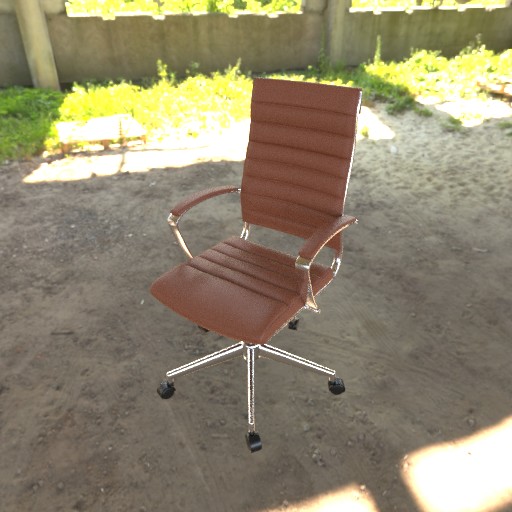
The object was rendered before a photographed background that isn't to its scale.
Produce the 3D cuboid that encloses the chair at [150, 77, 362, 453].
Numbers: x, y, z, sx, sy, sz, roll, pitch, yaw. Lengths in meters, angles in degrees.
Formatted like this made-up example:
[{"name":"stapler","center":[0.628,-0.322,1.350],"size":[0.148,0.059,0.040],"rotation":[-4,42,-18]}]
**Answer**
[{"name":"chair","center":[0.000,0.000,1.660],"size":[0.766,1.149,0.739],"rotation":[19,35,30]}]
